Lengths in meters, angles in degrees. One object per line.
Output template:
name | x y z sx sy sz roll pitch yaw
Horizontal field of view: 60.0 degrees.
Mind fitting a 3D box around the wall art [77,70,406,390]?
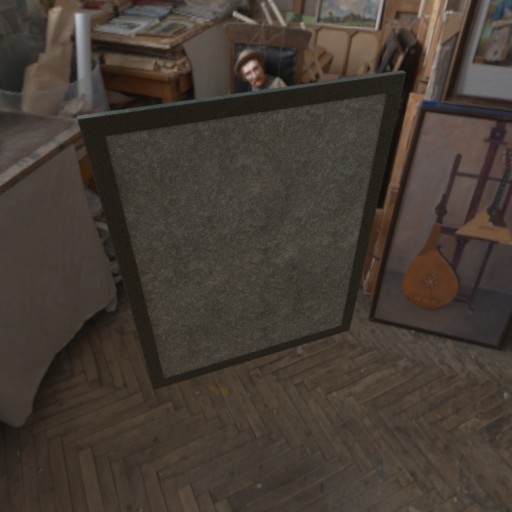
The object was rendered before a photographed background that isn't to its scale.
wall art | 0.000 0.000 1.315 0.767 0.983 0.030 -14 43 -15
